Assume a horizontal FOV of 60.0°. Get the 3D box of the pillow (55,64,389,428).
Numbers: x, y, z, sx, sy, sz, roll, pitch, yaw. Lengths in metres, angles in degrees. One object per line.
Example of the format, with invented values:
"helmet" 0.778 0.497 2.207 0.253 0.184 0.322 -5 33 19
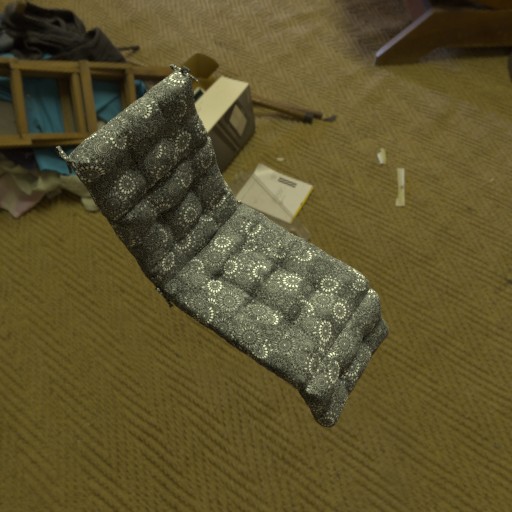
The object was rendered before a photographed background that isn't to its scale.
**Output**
"pillow" 0.000 0.000 1.518 1.016 0.863 0.526 31 63 18
